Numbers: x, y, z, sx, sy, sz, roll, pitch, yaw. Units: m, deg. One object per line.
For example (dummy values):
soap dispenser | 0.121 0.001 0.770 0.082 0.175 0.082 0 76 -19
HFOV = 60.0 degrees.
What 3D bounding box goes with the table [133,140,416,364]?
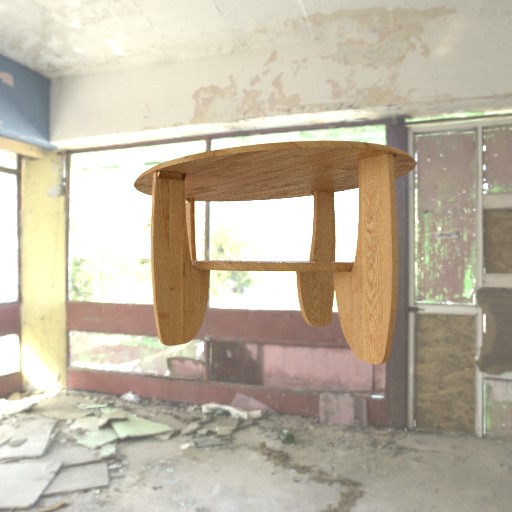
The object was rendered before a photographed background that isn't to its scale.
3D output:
table | 0.000 0.000 1.388 0.690 0.490 1.040 0 0 -36
